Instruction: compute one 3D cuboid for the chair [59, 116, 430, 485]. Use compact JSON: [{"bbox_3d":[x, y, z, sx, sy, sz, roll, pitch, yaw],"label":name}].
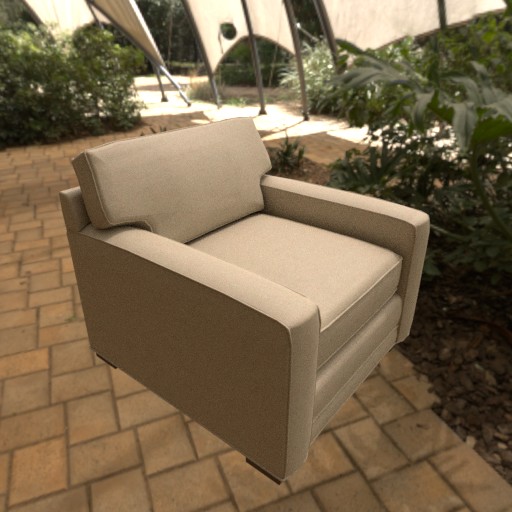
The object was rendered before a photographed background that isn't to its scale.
[{"bbox_3d":[0.000,0.000,1.770,1.043,0.913,0.998,20,33,34],"label":"chair"}]
